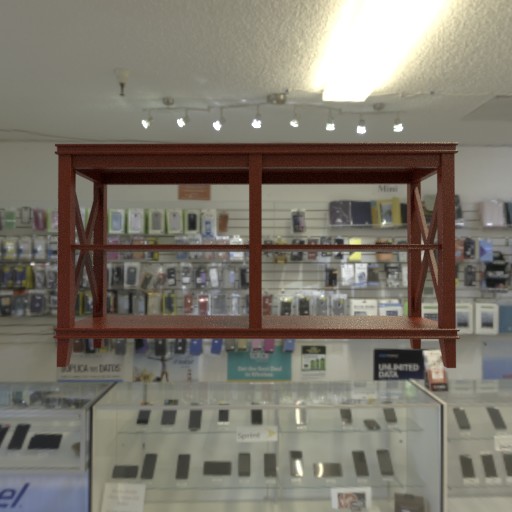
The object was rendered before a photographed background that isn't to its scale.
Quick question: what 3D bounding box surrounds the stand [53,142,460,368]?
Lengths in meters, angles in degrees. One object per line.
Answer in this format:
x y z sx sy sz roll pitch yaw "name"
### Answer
0.000 0.000 1.688 1.372 0.762 0.381 0 -1 1 "stand"
